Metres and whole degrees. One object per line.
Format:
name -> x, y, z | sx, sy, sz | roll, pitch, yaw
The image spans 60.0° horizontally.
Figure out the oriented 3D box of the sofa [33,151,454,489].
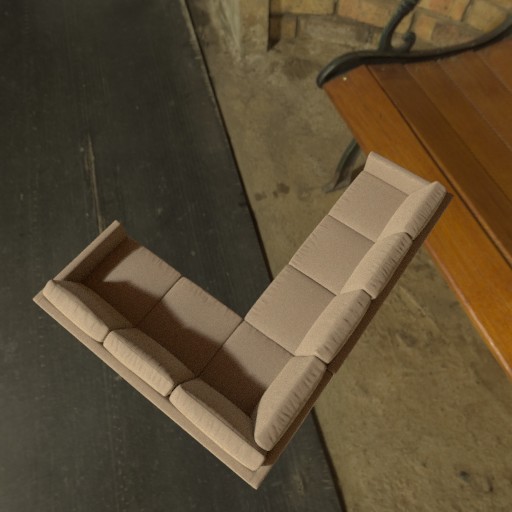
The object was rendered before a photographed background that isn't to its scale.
sofa -> 0.000, 0.000, 4.256 | 2.432, 0.871, 3.182 | 34, 68, 16
